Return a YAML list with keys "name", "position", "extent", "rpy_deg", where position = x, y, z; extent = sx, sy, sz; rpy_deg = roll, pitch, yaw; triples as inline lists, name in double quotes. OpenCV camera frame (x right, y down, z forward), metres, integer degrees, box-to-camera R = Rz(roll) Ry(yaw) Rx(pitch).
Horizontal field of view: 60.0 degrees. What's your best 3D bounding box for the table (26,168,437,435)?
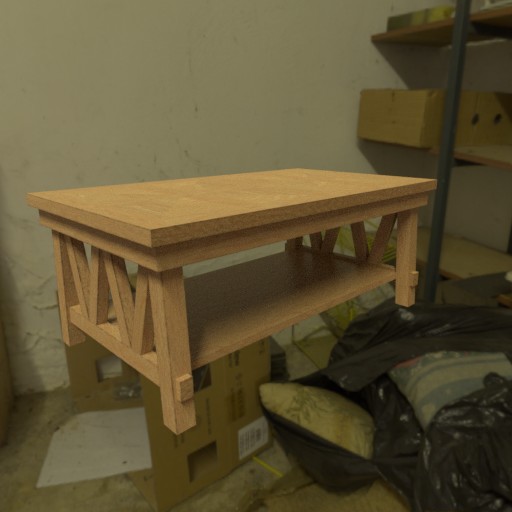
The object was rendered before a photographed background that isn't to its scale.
- name: "table"
  position: [0.000, 0.000, 1.606]
  extent: [1.270, 0.507, 0.711]
  rpy_deg: [-15, 22, -42]
